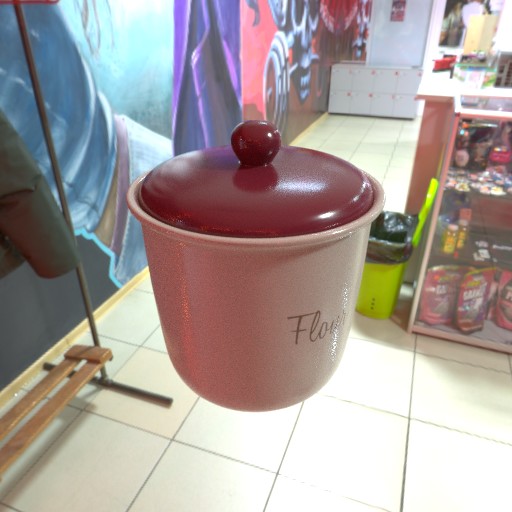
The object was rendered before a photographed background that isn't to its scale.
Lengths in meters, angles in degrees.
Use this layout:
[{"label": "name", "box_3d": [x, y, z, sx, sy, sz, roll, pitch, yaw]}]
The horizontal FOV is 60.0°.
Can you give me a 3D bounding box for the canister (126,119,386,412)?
[{"label": "canister", "box_3d": [0.000, 0.000, 0.348, 0.182, 0.208, 0.182, 0, 29, 0]}]
